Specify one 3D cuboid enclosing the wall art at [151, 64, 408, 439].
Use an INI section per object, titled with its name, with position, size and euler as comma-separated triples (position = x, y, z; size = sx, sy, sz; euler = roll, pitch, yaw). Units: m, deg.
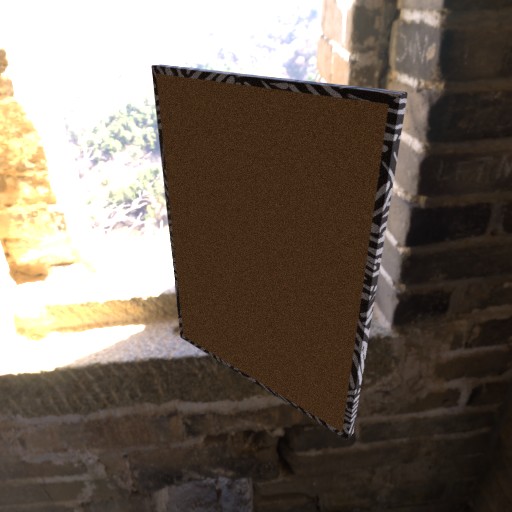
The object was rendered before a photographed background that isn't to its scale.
[wall art]
position = 0.000, 0.000, 1.341
size = 0.765, 1.017, 0.038
euler = 22, 36, 34
